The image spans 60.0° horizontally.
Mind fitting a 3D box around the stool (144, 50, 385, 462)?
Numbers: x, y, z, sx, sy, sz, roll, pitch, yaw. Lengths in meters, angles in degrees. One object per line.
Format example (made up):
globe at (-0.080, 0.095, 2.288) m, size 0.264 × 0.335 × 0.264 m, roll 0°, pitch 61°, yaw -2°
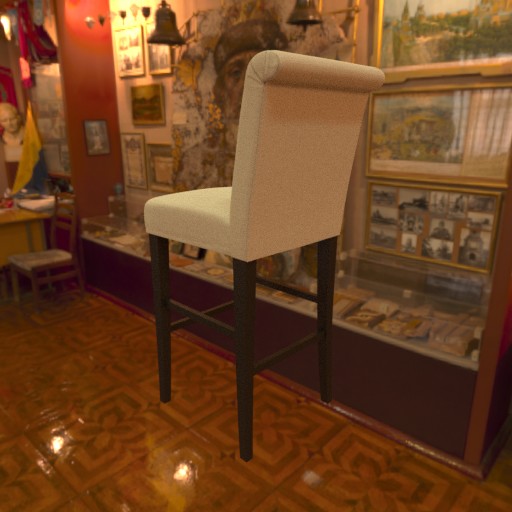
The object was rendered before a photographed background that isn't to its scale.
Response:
stool at (0.000, 0.000, 1.434) m, size 0.597 × 1.124 × 0.452 m, roll 16°, pitch 22°, yaw 42°
